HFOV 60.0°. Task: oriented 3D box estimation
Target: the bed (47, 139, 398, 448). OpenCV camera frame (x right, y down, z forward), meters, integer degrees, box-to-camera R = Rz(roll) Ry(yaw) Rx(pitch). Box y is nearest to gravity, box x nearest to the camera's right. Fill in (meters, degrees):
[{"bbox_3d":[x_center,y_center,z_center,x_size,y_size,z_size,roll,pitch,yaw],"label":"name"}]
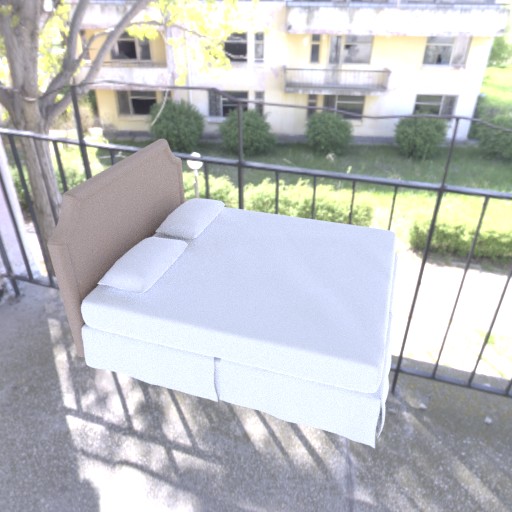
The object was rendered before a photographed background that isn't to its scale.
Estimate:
[{"bbox_3d":[0.000,0.000,4.264,2.773,1.590,2.350,10,32,15],"label":"bed"}]
